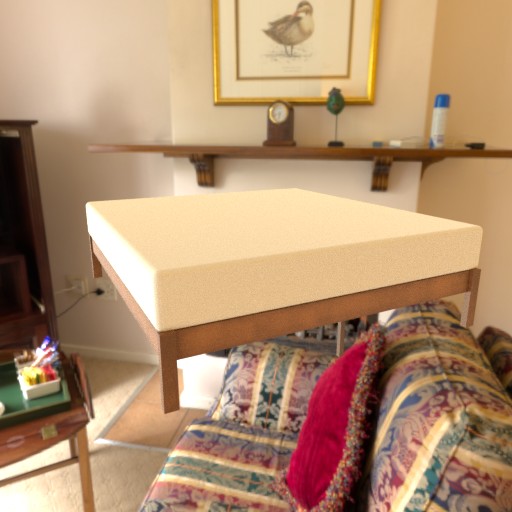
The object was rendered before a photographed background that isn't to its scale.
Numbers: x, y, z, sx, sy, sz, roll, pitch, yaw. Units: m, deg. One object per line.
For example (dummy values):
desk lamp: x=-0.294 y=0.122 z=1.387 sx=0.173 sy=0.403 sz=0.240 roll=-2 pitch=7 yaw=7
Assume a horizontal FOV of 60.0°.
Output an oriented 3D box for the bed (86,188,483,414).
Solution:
bed: x=0.000 y=0.000 z=3.071 sx=1.930 sy=0.616 sz=2.049 roll=-8 pitch=18 yaw=-26
